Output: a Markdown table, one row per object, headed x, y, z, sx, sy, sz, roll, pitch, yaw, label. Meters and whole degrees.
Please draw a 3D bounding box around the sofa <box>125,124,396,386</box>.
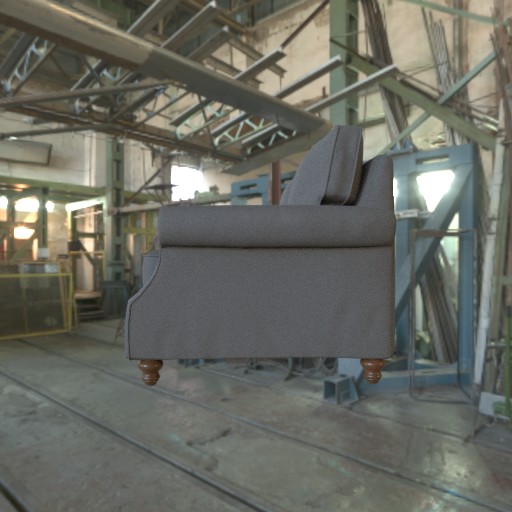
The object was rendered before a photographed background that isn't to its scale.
| x | y | z | sx | sy | sz | roll | pitch | yaw | label |
| --- | --- | --- | --- | --- | --- | --- | --- | --- | --- |
| 0.000 | 0.000 | 2.286 | 0.964 | 0.937 | 1.665 | 0 | 0 | -2 | sofa |
